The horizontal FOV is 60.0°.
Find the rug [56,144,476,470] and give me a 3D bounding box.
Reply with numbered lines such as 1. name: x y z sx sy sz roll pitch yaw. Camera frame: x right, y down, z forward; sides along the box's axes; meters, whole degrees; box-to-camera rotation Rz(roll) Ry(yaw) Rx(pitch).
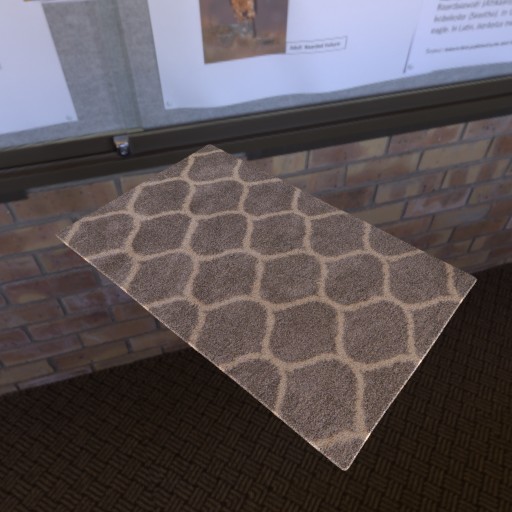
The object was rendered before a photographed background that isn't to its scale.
1. rug: 0.000 0.000 2.896 2.348 0.025 1.501 32 54 27
